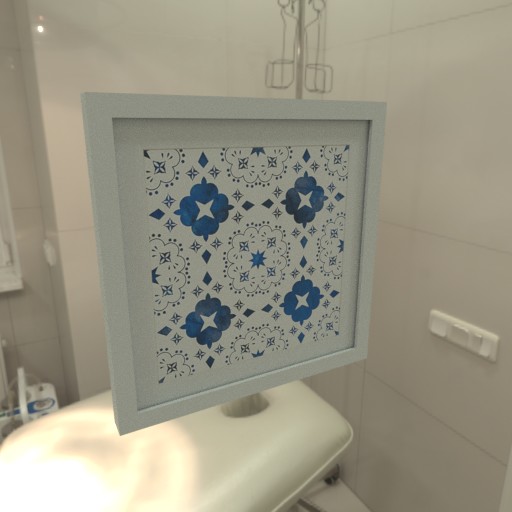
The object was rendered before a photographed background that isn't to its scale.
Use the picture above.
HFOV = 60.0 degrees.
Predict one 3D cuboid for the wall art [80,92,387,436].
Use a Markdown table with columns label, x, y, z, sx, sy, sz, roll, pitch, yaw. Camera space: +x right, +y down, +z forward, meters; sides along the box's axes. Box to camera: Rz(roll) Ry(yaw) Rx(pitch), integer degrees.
| label | x | y | z | sx | sy | sz | roll | pitch | yaw |
| --- | --- | --- | --- | --- | --- | --- | --- | --- | --- |
| wall art | 0.000 | 0.000 | 0.529 | 0.355 | 0.355 | 0.027 | -9 | 18 | -27 |
